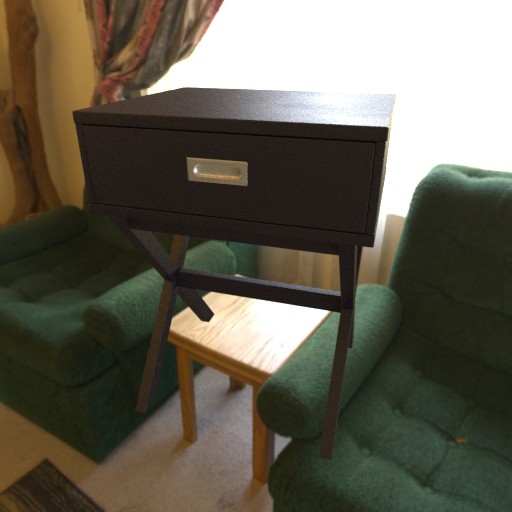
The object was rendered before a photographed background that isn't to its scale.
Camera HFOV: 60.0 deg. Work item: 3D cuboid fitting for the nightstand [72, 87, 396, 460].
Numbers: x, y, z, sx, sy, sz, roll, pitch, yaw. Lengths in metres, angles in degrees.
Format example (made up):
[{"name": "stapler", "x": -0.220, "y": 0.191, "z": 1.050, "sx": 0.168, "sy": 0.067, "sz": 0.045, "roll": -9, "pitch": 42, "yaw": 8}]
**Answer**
[{"name": "nightstand", "x": 0.000, "y": 0.000, "z": 0.938, "sx": 0.479, "sy": 0.623, "sz": 0.402, "roll": 8, "pitch": 27, "yaw": 15}]
